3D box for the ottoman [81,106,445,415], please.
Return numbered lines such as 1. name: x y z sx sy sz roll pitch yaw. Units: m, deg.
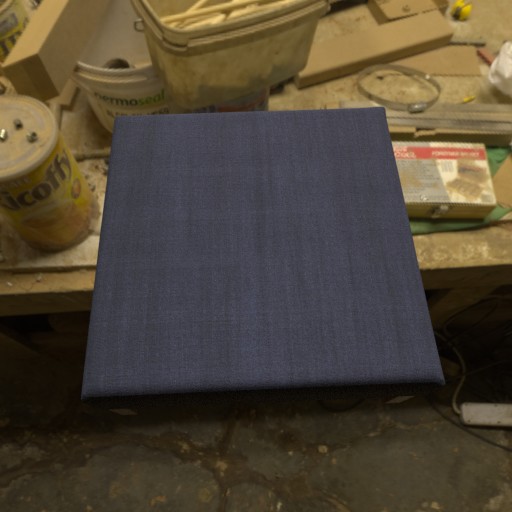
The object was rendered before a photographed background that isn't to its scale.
1. ottoman: 0.000 0.000 1.391 0.889 0.411 0.890 -2 65 -1
